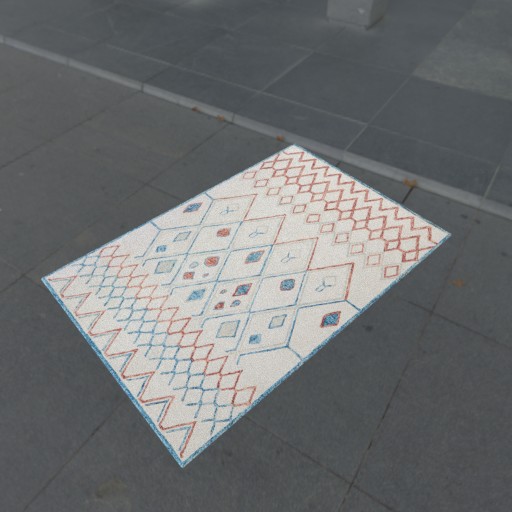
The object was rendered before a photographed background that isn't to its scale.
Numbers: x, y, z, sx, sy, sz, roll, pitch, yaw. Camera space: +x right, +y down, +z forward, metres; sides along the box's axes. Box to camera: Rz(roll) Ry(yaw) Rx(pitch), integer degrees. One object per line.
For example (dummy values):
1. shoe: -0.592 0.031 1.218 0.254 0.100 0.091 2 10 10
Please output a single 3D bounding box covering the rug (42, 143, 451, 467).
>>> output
1. rug: 0.000 0.000 2.352 1.829 0.016 1.219 -33 55 -27
